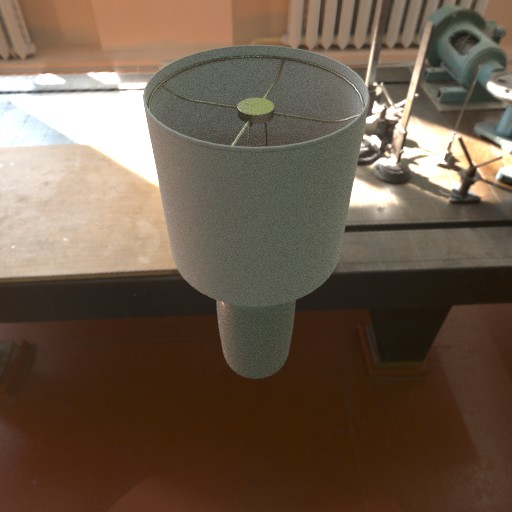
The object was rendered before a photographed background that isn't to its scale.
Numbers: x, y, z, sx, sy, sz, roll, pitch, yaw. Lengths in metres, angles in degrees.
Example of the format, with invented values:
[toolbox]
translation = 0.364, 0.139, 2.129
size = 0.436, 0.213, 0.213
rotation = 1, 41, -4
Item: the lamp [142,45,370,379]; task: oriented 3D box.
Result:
[lamp]
translation = 0.000, 0.000, 0.606
size = 0.220, 0.475, 0.220
rotation = 24, 50, 22
